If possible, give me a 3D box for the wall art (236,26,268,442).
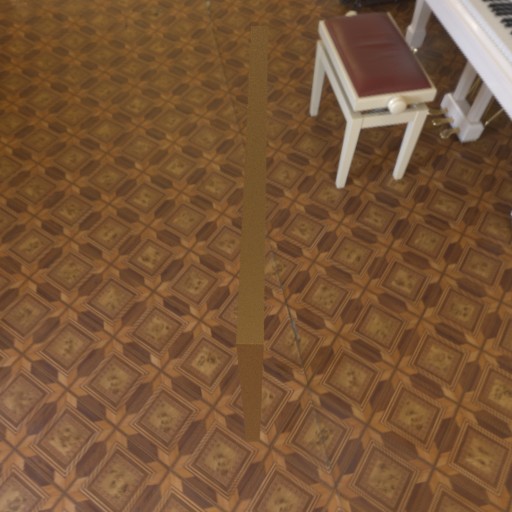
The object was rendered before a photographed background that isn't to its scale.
[{"bbox_3d":[0.000,0.000,1.133,0.038,0.762,0.762,1,58,1],"label":"wall art"}]
